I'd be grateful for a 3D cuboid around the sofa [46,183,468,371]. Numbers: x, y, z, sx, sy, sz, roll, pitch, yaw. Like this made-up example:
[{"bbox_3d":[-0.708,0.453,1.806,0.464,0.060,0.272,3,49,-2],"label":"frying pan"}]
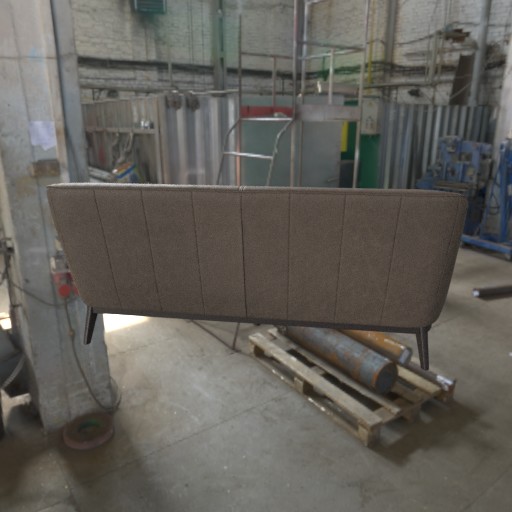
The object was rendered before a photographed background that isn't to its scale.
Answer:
[{"bbox_3d":[0.000,0.000,2.305,1.928,0.831,0.869,2,17,8],"label":"sofa"}]
